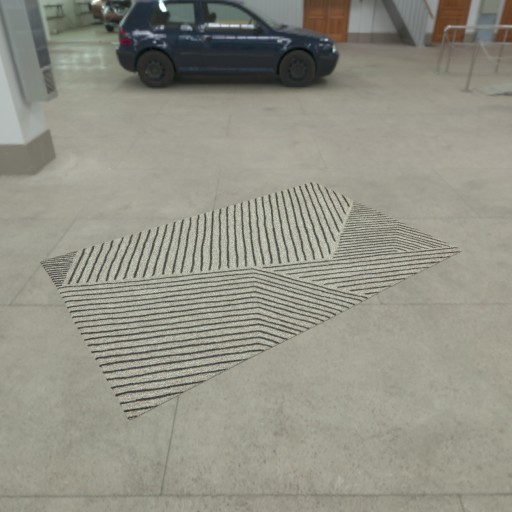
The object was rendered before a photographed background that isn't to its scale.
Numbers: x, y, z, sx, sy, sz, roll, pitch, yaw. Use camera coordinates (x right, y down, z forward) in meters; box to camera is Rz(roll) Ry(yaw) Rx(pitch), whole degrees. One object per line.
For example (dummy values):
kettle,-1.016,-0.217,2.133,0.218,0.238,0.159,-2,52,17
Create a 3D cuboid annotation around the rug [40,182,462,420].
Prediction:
rug,0.000,0.000,2.979,2.406,0.023,1.539,-20,37,-30
